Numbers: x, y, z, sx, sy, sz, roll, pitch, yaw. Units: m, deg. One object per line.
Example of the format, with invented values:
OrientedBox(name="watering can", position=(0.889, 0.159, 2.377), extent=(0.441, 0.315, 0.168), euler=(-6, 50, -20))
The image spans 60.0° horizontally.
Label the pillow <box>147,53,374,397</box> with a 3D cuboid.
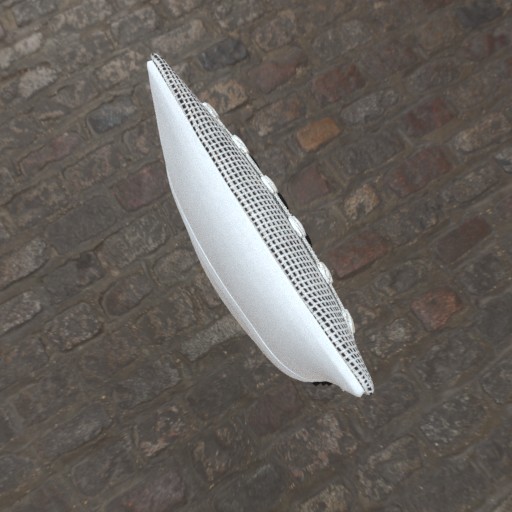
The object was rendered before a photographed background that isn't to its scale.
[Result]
OrientedBox(name="pillow", position=(0.000, 0.000, 0.664), extent=(0.156, 0.438, 0.436), euler=(-31, 78, -7))
